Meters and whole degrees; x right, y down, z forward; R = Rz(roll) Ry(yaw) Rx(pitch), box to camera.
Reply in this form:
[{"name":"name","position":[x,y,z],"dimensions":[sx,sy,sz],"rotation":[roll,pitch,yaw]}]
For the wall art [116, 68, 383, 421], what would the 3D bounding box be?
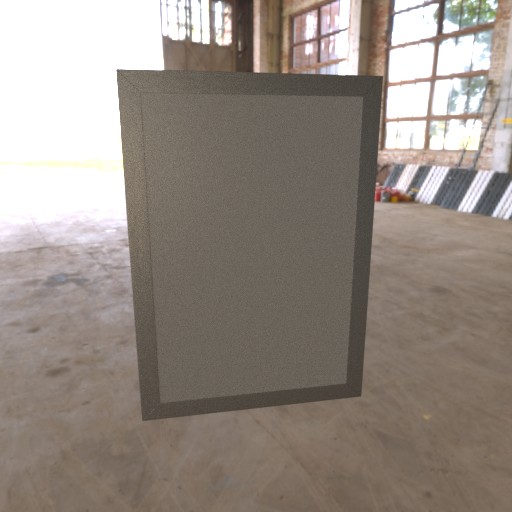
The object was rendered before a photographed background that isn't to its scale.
[{"name":"wall art","position":[0.000,0.000,0.687],"dimensions":[0.376,0.529,0.013],"rotation":[-3,15,-10]}]
